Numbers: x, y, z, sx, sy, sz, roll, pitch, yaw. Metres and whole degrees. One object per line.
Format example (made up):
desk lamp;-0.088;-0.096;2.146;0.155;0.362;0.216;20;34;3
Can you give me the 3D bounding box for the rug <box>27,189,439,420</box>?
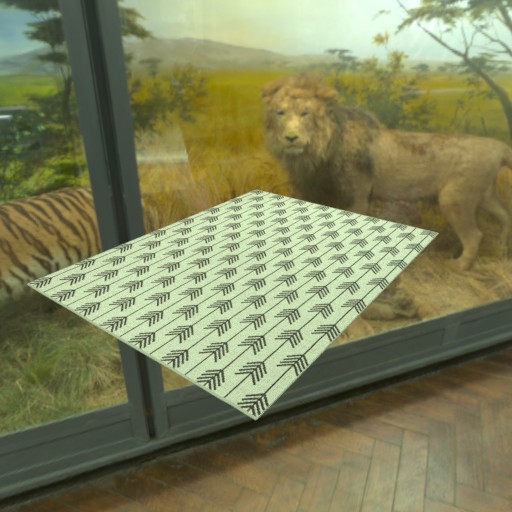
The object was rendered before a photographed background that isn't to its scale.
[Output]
rug;0.000;0.000;4.029;2.330;0.010;3.061;19;32;33
